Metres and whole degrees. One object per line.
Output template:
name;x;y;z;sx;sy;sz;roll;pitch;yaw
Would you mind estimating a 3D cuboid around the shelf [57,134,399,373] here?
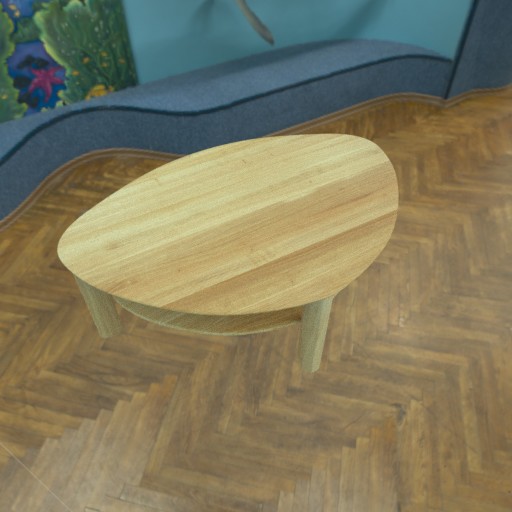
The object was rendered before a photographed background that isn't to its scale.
shelf;0.000;0.000;1.645;1.246;0.440;0.845;-23;50;-21
